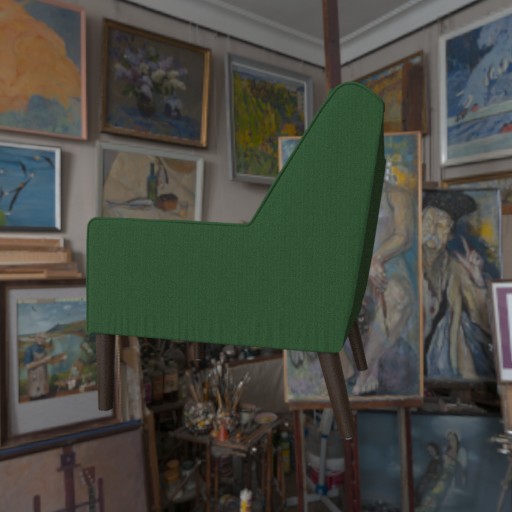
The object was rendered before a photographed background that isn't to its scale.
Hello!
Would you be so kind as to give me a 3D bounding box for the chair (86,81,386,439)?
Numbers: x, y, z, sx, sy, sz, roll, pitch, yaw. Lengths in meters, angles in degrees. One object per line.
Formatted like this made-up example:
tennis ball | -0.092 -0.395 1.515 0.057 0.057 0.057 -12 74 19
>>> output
chair | 0.000 0.000 1.325 0.743 0.792 0.663 0 0 17
